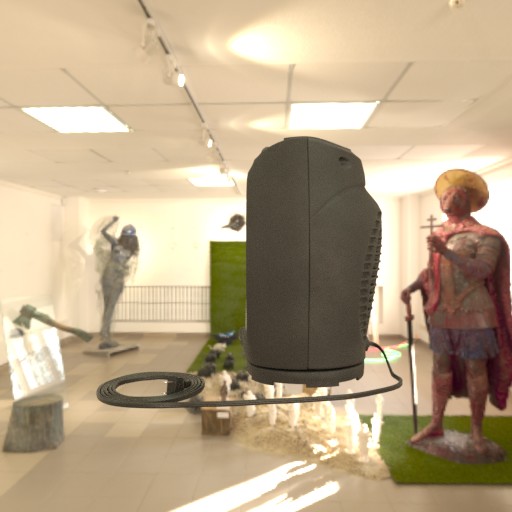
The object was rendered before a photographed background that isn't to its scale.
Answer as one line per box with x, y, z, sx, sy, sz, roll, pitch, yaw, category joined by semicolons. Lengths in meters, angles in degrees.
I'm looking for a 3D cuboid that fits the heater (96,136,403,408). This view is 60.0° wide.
0.000;0.000;0.483;0.291;0.255;0.239;0;1;2;heater
